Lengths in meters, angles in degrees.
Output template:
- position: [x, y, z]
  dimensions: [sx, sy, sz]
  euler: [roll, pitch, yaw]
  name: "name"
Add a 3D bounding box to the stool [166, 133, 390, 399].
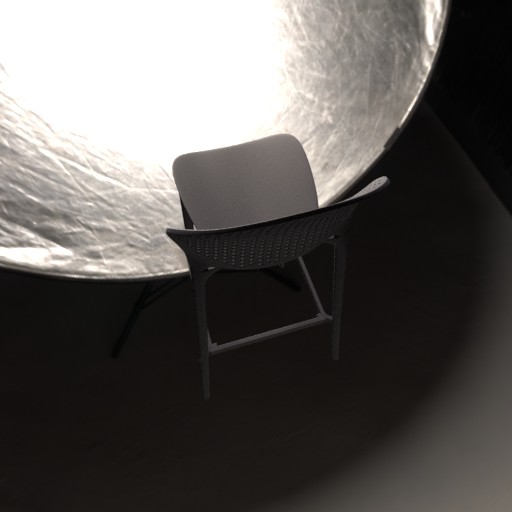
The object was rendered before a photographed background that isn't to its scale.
- position: [0.000, 0.000, 1.350]
  dimensions: [0.536, 1.045, 0.535]
  euler: [-14, 58, -9]
  name: "stool"
